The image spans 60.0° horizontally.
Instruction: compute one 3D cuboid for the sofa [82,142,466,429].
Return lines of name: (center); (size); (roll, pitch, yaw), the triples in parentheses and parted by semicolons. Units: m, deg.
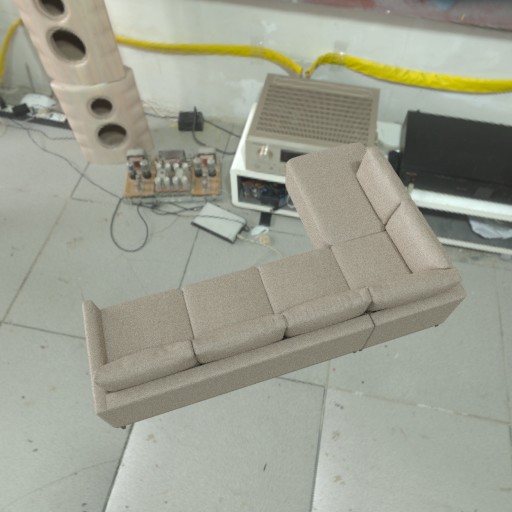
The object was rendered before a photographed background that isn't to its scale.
sofa: (0.000, 0.000, 3.199); (2.423, 0.703, 1.617); (-15, 59, -9)
